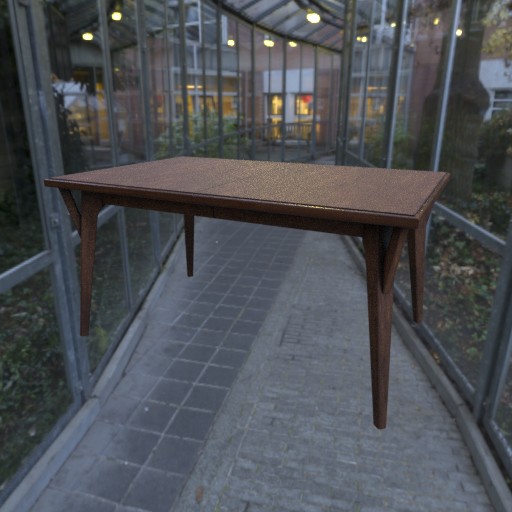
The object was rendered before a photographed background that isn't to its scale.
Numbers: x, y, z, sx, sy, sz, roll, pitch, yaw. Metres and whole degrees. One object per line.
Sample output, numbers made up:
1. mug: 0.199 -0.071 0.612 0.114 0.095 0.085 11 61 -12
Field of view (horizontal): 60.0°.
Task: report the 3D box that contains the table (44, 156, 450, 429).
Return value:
1. table: 0.000 0.000 2.092 1.524 0.761 0.990 9 21 26
